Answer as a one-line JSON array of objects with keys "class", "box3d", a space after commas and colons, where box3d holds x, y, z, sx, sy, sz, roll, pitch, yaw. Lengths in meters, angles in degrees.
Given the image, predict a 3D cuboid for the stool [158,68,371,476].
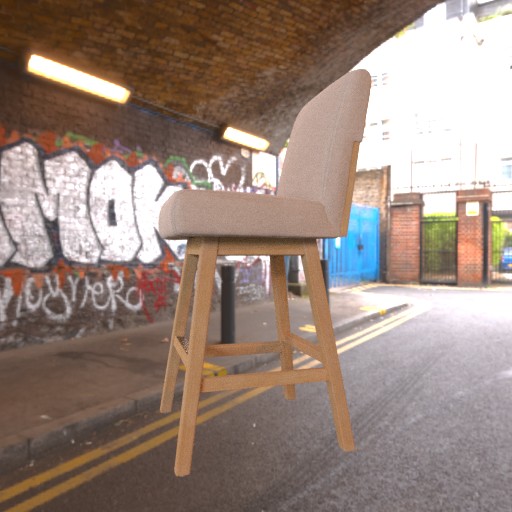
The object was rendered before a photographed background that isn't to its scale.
[{"class": "stool", "box3d": [0.000, 0.000, 1.297, 0.543, 1.015, 0.446, 0, 1, -17]}]
